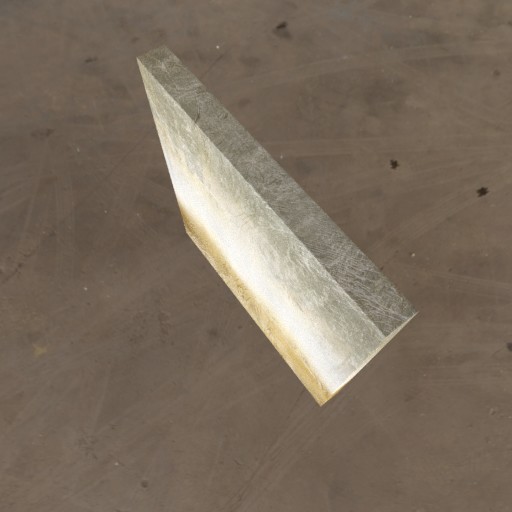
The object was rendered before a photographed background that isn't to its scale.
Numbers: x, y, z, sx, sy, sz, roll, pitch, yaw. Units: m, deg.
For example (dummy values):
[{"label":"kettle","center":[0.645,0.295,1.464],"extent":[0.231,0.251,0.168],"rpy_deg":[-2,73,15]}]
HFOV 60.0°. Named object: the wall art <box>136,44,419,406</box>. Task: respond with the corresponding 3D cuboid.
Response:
[{"label":"wall art","center":[0.000,0.000,0.619],"extent":[0.038,0.407,0.405],"rpy_deg":[-34,68,-15]}]
